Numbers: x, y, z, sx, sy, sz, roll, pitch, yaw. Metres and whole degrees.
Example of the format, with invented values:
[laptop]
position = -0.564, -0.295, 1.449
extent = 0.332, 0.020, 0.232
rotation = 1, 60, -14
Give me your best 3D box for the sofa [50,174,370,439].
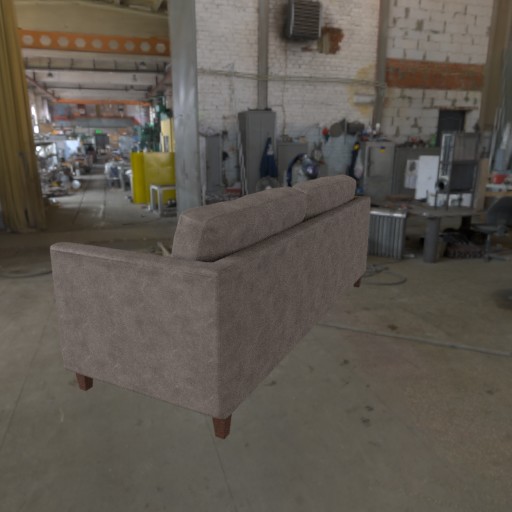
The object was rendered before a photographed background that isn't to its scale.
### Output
[sofa]
position = 0.000, 0.000, 2.925
extent = 0.951, 0.965, 2.434
rotation = 7, 17, 26
